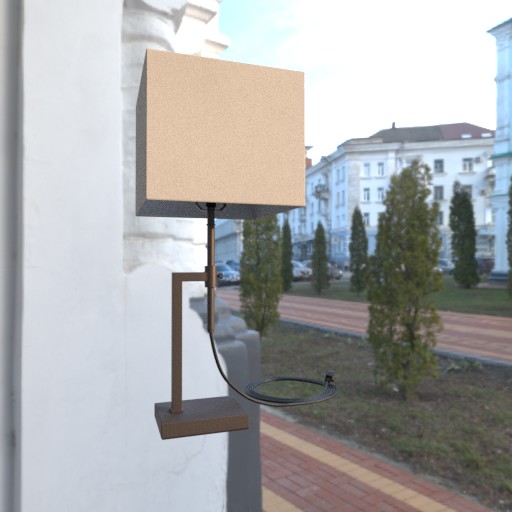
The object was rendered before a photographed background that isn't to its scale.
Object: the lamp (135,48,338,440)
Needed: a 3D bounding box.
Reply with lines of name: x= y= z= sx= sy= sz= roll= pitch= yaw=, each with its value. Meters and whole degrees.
lamp: x=0.000 y=0.000 z=0.975 sx=0.504 sy=0.660 sz=0.399 roll=0 pitch=-1 yaw=-18
